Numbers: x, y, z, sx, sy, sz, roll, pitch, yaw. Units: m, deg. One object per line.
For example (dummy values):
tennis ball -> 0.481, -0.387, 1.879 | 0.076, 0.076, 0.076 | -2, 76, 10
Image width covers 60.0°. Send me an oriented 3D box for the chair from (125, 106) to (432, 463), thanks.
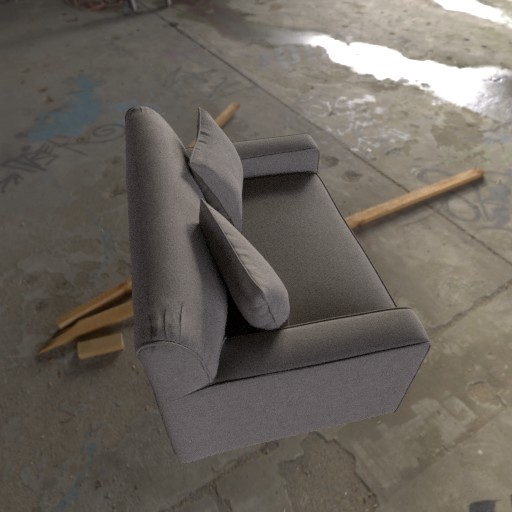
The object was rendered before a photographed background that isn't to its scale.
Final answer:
chair -> 0.000, 0.000, 2.009 | 0.992, 0.953, 1.395 | -9, 47, -9
